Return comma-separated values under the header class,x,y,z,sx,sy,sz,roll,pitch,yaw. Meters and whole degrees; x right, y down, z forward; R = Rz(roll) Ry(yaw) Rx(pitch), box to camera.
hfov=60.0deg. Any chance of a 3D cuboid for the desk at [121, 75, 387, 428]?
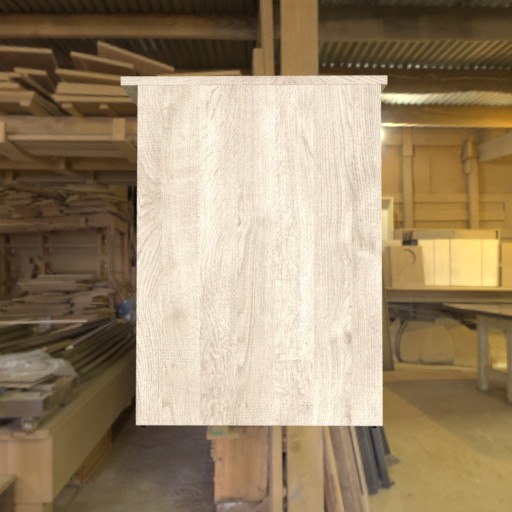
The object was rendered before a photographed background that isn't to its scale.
class,x,y,z,sx,sy,sz,roll,pitch,yaw
desk,0.000,0.000,1.472,0.560,0.735,1.097,0,-1,1
